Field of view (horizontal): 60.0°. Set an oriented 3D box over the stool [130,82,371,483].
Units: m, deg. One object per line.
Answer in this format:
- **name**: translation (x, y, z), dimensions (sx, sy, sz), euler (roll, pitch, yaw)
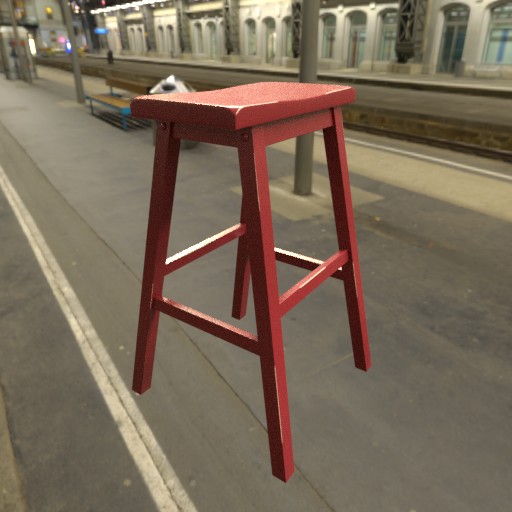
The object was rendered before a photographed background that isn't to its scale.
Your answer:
- **stool**: translation (0.000, 0.000, 1.050), dimensions (0.476, 0.737, 0.457), euler (17, 30, 31)
